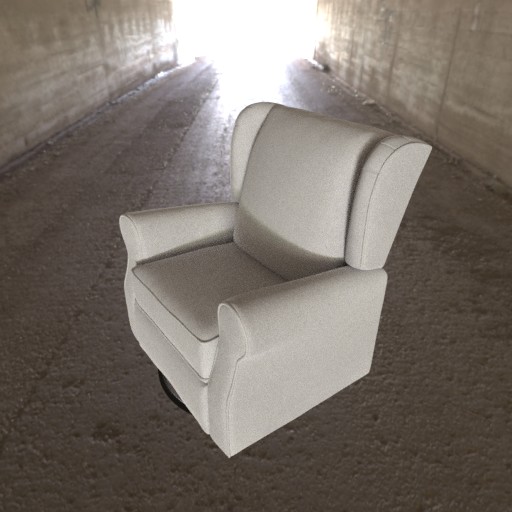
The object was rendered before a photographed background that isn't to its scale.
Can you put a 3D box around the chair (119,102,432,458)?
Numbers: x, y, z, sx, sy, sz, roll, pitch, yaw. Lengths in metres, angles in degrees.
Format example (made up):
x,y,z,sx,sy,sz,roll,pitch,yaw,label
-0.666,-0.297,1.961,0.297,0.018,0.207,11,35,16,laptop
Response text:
x,y,z,sx,sy,sz,roll,pitch,yaw,label
0.000,0.000,1.695,0.854,0.967,0.906,-20,35,-31,chair
